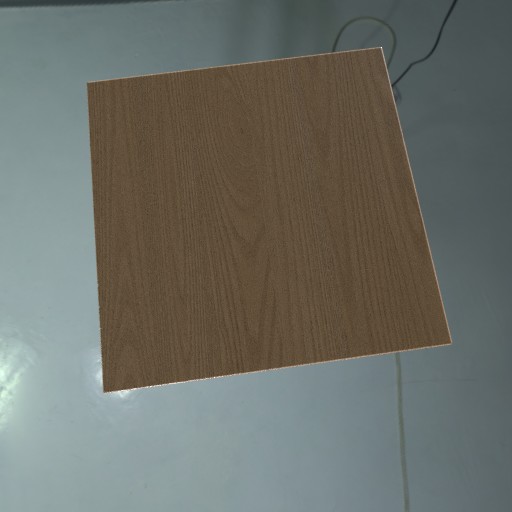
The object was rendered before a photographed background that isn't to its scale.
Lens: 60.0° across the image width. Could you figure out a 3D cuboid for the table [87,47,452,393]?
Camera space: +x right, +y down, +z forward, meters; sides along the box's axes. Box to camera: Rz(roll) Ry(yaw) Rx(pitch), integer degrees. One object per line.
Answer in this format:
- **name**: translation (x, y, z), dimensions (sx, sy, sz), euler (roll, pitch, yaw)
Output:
- **table**: translation (0.000, 0.000, 0.815), dimensions (0.400, 0.550, 0.400), euler (-8, 76, -2)
